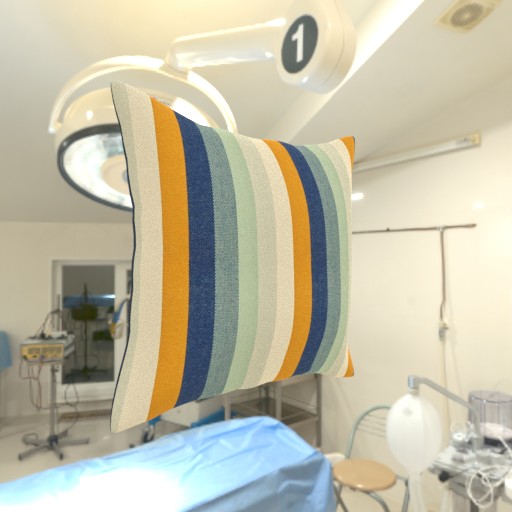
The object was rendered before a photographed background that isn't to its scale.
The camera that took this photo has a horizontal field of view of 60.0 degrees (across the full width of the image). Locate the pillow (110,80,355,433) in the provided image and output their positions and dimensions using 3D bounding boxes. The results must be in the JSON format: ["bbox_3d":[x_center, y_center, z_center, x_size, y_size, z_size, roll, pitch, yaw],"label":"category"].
[{"bbox_3d":[0.000,0.000,0.706,0.463,0.454,0.173,0,0,-36],"label":"pillow"}]
